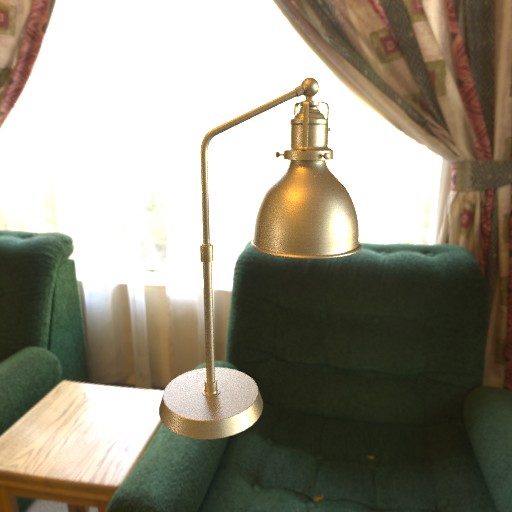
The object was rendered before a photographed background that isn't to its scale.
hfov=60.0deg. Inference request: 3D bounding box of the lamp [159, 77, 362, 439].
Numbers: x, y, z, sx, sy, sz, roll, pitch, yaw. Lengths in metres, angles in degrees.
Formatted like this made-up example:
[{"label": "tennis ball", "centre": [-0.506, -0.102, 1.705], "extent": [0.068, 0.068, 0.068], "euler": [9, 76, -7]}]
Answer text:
[{"label": "lamp", "centre": [0.000, 0.000, 0.603], "extent": [0.286, 0.456, 0.153], "euler": [-2, 16, -6]}]
